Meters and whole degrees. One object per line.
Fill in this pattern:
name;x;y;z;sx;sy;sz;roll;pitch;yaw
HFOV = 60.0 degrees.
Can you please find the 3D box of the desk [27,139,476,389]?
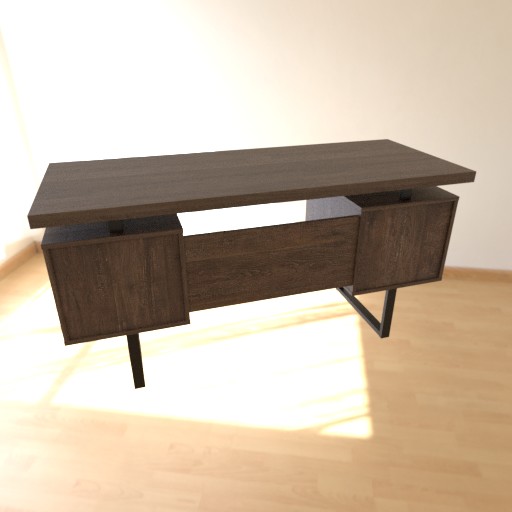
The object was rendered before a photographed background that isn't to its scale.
desk;0.000;0.000;1.865;1.524;0.760;0.600;-8;28;-15
